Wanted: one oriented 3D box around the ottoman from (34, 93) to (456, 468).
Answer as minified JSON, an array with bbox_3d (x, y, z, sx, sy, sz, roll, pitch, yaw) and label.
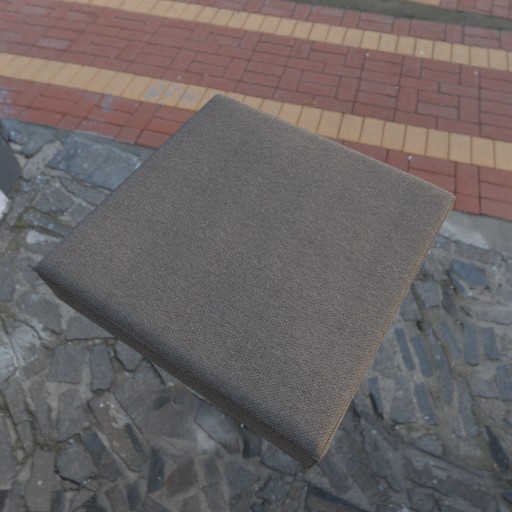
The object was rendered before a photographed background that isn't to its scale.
[{"bbox_3d":[0.000,0.000,1.520,0.981,0.378,0.970,29,62,17],"label":"ottoman"}]
